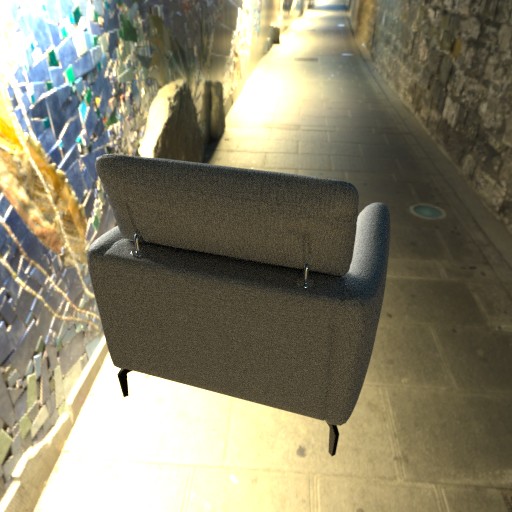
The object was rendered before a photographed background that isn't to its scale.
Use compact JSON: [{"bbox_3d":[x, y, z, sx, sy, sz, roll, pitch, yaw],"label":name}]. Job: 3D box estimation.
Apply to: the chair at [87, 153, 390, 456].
[{"bbox_3d":[0.000,0.000,1.700,0.972,0.967,0.835,10,33,15],"label":"chair"}]
